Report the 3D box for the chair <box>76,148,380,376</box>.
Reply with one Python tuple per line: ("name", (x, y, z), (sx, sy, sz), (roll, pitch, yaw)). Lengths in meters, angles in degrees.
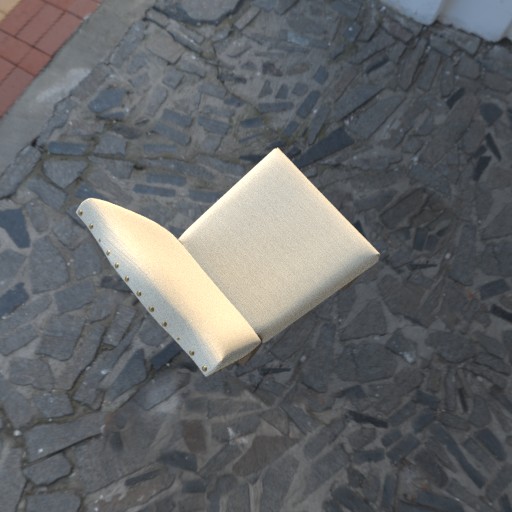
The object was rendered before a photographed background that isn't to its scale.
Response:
("chair", (0.000, 0.000, 1.363), (0.619, 1.015, 0.508), (-39, 78, -10))
